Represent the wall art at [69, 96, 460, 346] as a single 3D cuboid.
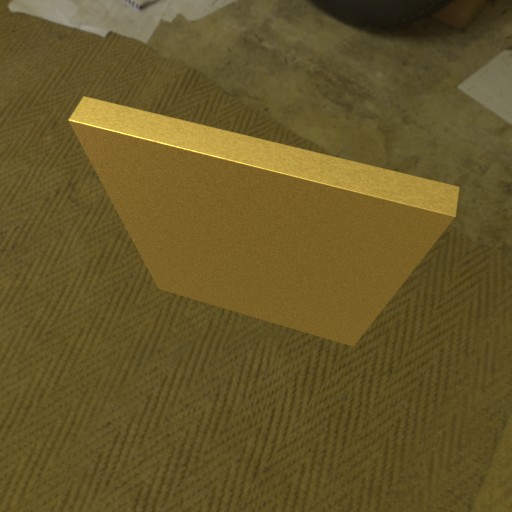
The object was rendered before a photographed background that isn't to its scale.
[{"bbox_3d":[0.000,0.000,0.885,0.537,0.642,0.048,15,65,7],"label":"wall art"}]
